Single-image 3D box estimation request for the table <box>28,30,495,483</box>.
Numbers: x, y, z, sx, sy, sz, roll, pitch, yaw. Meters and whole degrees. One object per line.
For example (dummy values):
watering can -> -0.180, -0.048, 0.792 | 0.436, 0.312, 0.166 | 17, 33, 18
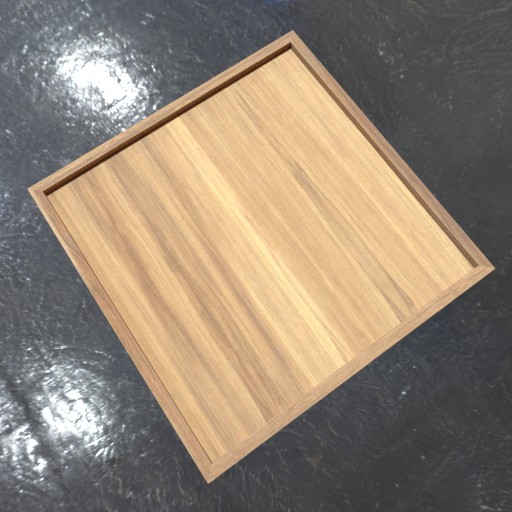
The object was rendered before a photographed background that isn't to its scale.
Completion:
table -> 0.000, 0.000, 1.116 | 0.676, 0.464, 0.679 | -34, 78, -8
